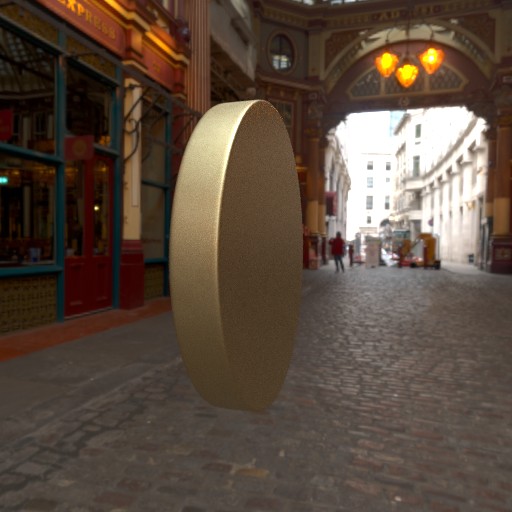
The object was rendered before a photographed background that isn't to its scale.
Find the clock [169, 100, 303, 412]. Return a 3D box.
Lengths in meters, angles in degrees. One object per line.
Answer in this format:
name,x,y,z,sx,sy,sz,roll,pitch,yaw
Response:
clock,0.000,0.000,0.474,0.040,0.314,0.314,1,2,17
